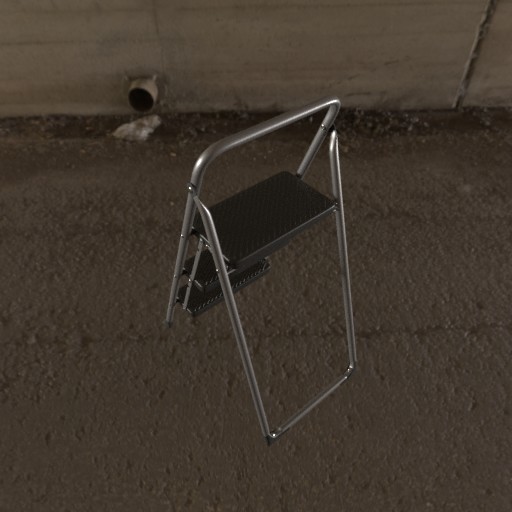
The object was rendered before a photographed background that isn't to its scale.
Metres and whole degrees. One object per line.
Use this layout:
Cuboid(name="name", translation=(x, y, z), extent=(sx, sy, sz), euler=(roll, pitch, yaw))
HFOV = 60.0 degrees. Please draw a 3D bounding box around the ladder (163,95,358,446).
Cuboid(name="ladder", translation=(0.000, 0.000, 1.301), extent=(0.430, 0.945, 0.629), euler=(-31, 53, -26))
